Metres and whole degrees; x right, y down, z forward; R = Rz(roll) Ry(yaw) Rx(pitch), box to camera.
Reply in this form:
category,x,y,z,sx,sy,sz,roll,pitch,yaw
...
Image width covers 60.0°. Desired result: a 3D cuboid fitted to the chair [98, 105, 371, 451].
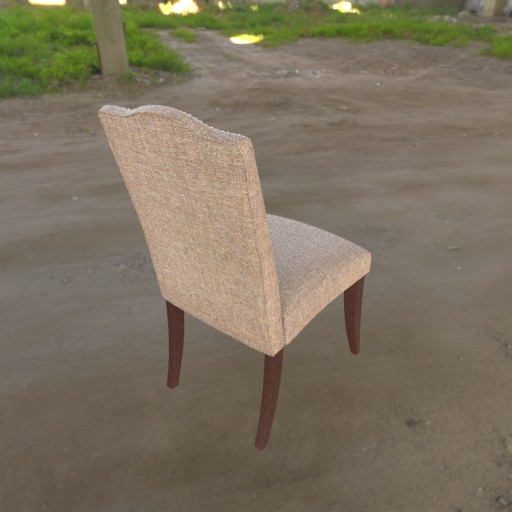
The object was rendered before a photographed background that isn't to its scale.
category,x,y,z,sx,sy,sz,roll,pitch,yaw
chair,0.000,0.000,1.372,0.513,1.016,0.660,22,38,31
